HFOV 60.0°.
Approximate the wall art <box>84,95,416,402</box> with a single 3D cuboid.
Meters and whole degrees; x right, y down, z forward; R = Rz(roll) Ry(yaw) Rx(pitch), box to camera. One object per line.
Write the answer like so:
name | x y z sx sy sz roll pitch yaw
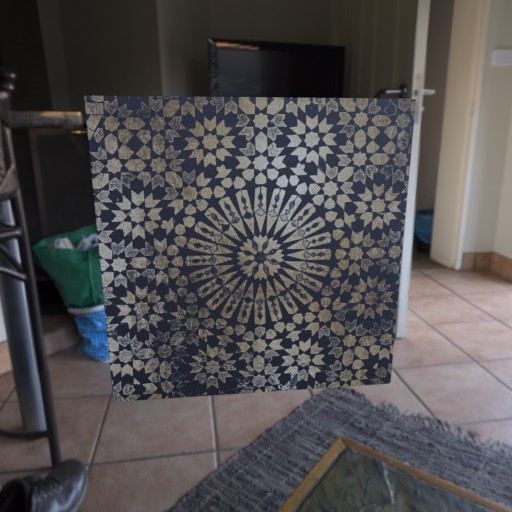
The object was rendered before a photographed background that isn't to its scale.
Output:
wall art | 0.000 0.000 0.908 0.612 0.612 0.038 -2 15 -7
